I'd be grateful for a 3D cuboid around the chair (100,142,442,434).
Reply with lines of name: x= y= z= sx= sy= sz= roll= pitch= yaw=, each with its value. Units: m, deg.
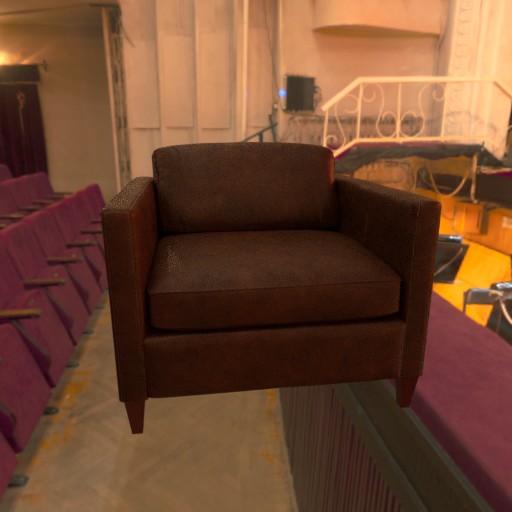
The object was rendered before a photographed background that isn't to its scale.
chair: x=0.000 y=0.000 z=1.749 sx=0.990 sy=0.864 sz=0.975 roll=-2 pitch=15 yaw=-9
